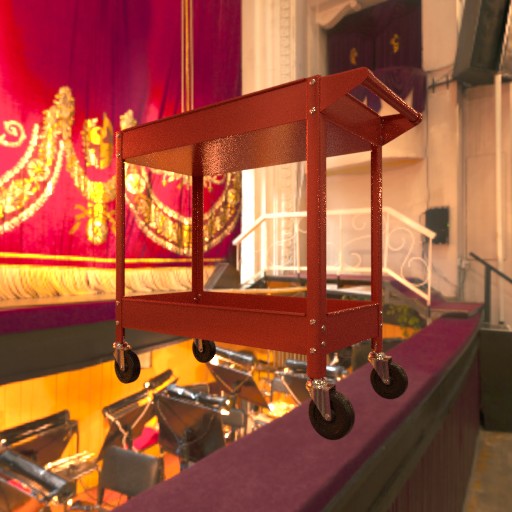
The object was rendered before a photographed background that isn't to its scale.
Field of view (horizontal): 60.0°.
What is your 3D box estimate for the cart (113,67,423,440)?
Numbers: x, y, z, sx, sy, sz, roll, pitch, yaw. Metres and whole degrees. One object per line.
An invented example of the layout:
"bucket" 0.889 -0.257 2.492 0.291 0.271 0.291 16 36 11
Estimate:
"cart" 0.000 0.000 1.186 0.779 0.719 0.366 0 0 37
